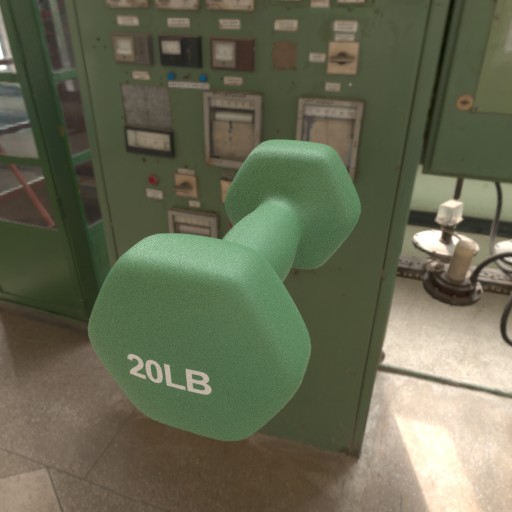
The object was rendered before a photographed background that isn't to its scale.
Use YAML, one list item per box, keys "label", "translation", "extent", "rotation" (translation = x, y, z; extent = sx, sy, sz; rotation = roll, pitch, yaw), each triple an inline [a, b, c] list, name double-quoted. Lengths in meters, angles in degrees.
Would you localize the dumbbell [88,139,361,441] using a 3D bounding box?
- label: "dumbbell"
  translation: [0.000, 0.000, 0.324]
  extent: [0.126, 0.114, 0.257]
  rotation: [10, 31, 17]
